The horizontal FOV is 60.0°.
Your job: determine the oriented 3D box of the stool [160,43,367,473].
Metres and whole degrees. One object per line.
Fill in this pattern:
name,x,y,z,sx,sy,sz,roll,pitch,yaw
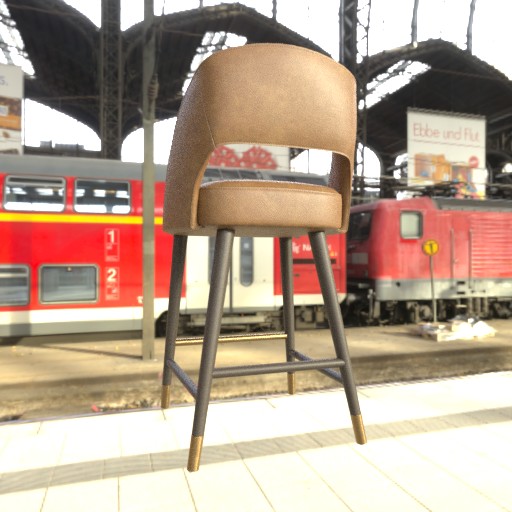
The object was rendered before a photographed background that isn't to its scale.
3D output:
stool,0.000,0.000,1.218,0.494,0.940,0.509,0,0,-19
